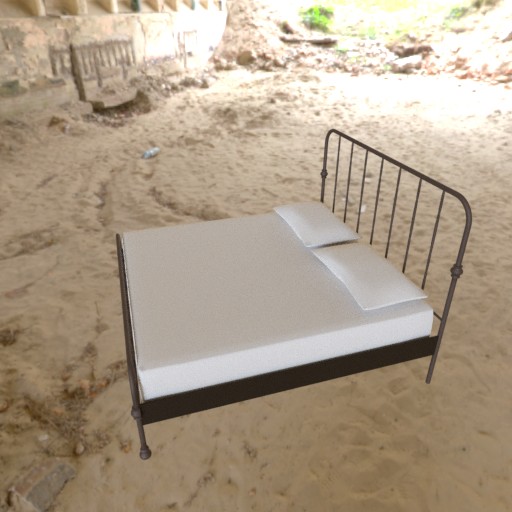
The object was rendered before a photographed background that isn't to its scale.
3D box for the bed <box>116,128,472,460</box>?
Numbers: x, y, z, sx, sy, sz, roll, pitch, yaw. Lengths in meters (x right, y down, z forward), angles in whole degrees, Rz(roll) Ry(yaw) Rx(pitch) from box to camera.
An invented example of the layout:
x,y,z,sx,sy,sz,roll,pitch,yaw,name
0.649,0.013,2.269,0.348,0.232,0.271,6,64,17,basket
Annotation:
x,y,z,sx,sy,sz,roll,pitch,yaw,name
0.000,0.000,3.488,2.134,1.446,2.044,-9,31,-15,bed
